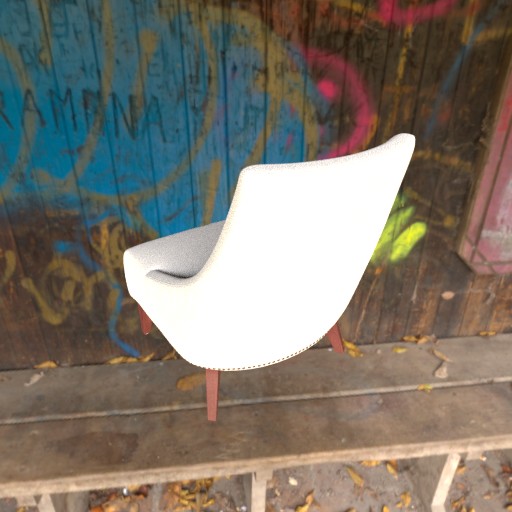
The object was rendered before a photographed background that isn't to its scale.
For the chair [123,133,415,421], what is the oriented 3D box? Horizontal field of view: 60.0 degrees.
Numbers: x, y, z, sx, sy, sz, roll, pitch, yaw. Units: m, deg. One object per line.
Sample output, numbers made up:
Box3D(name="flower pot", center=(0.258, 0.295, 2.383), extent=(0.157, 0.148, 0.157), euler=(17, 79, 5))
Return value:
Box3D(name="chair", center=(0.000, 0.000, 1.528), extent=(0.701, 0.909, 0.861), euler=(-19, 34, -29))
